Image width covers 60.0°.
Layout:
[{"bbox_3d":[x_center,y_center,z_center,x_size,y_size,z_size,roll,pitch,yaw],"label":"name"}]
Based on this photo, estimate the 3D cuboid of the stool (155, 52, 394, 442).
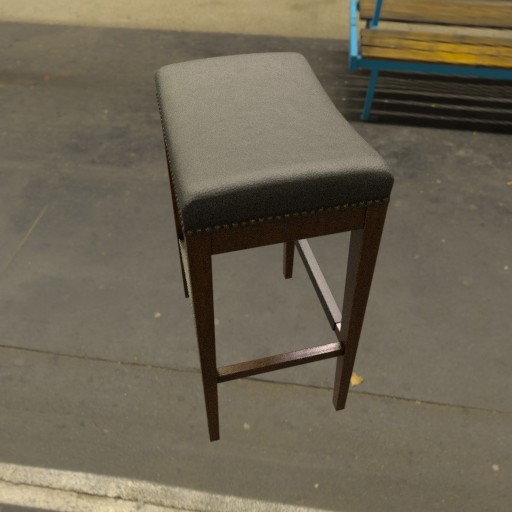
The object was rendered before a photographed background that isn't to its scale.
[{"bbox_3d":[0.000,0.000,1.039,0.361,0.765,0.500,-10,47,-10],"label":"stool"}]
